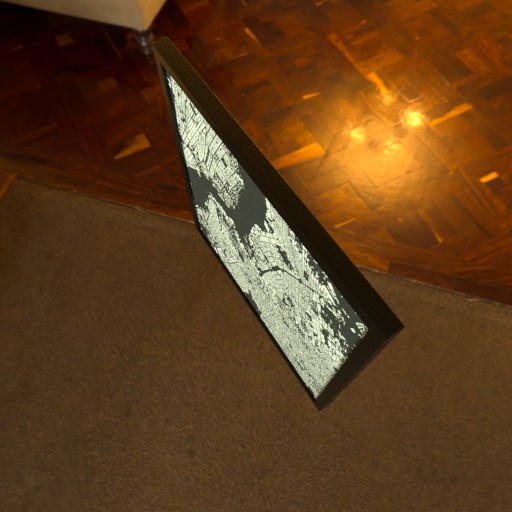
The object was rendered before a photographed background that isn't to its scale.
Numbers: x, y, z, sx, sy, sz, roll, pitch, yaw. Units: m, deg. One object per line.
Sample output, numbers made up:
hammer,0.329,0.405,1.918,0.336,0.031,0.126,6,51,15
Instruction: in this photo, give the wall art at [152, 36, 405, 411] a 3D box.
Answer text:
wall art,0.000,0.000,1.127,0.038,0.761,0.755,-30,67,-14
